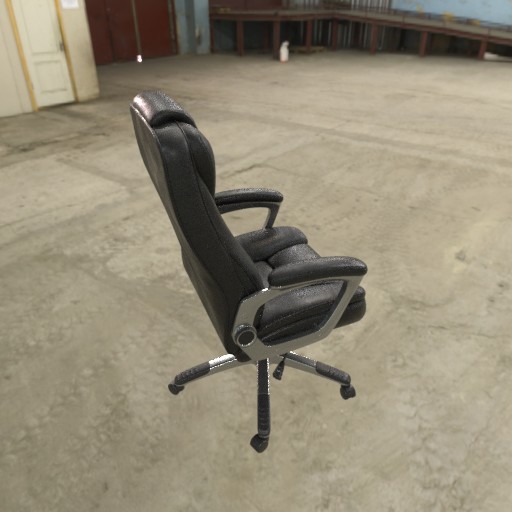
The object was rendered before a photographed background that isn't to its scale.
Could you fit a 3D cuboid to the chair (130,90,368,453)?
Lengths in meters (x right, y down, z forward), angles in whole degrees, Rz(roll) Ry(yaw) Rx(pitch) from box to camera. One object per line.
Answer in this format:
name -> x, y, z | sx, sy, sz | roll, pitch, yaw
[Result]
chair -> 0.000, 0.000, 1.500 | 0.689, 1.075, 0.697 | -11, 32, -19
